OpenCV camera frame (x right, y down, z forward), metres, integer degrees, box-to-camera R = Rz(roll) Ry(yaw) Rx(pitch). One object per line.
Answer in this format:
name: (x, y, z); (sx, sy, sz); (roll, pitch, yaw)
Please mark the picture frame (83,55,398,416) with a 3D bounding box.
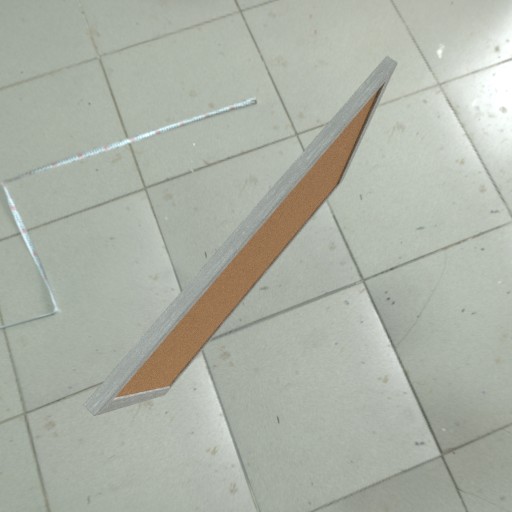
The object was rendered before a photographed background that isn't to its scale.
picture frame: (0.000, 0.000, 1.198); (0.029, 0.640, 0.950); (38, 79, 9)
